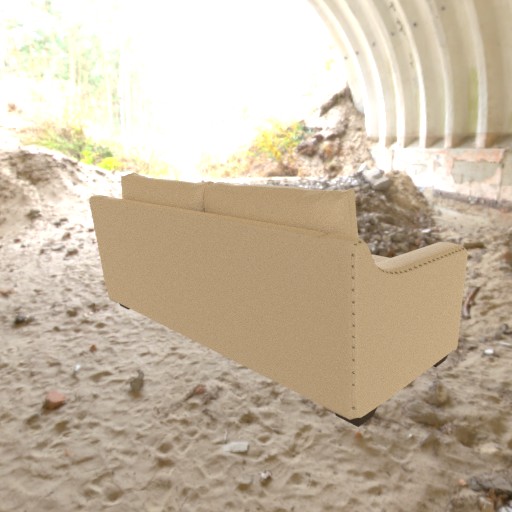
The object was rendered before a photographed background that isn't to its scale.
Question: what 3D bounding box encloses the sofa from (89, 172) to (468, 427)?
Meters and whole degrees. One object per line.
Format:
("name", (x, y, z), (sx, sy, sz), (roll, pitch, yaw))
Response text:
("sofa", (0.000, 0.000, 2.323), (0.949, 0.830, 1.812), (-13, 19, -43))
